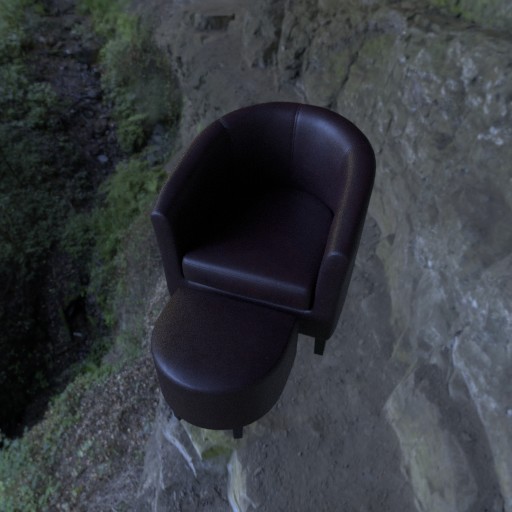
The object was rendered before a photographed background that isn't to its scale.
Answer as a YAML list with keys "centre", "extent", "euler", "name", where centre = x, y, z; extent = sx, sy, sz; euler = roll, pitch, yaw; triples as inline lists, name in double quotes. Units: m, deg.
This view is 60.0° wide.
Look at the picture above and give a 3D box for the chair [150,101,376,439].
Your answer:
- centre: [0.000, 0.000, 1.692]
  extent: [0.737, 0.755, 1.176]
  euler: [13, 43, 14]
  name: "chair"
